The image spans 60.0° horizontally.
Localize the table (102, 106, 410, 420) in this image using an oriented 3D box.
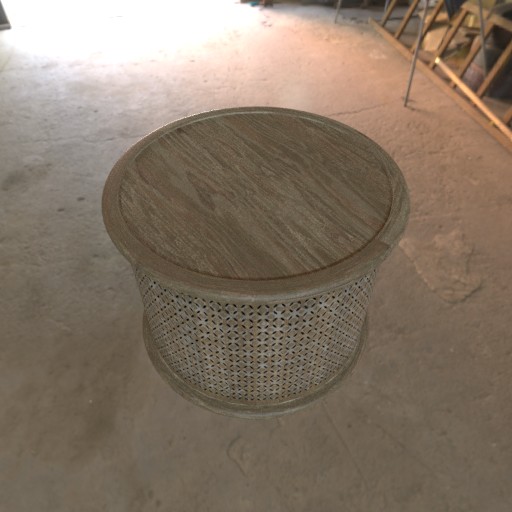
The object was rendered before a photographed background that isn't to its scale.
[{"bbox_3d":[0.000,0.000,1.050,0.607,0.450,0.607,0,46,0],"label":"table"}]
